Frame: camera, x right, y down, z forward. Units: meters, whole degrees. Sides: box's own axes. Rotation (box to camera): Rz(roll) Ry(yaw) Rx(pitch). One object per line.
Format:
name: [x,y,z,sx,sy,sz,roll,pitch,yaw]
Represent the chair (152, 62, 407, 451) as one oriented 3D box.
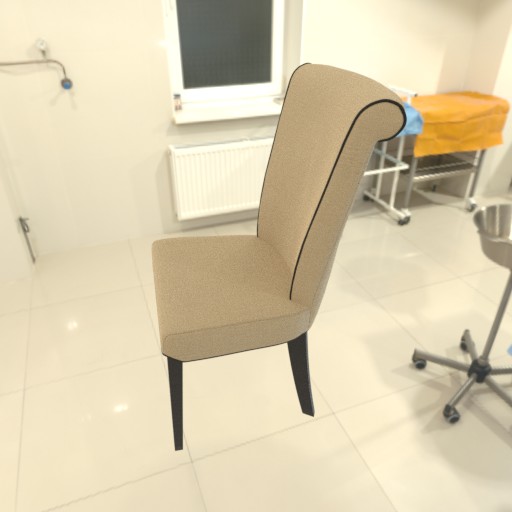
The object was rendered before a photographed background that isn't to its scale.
chair: [0.000,0.000,1.331,0.623,0.997,0.522,-8,33,-12]
